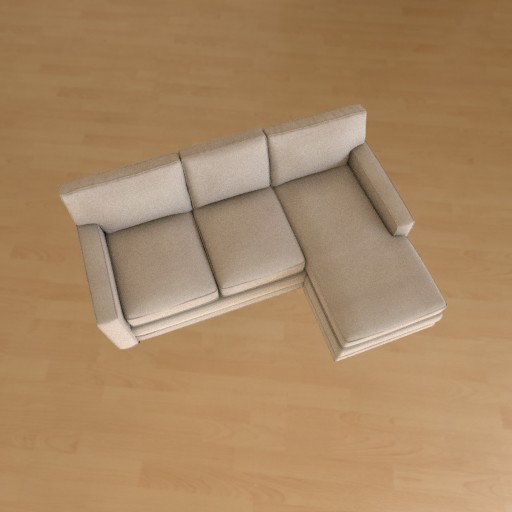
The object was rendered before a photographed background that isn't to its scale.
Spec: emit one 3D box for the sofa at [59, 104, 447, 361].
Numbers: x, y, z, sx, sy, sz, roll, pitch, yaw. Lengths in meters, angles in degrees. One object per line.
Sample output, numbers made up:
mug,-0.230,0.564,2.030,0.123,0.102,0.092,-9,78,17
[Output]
sofa,0.000,0.000,2.895,2.087,0.861,1.496,-18,64,-9
